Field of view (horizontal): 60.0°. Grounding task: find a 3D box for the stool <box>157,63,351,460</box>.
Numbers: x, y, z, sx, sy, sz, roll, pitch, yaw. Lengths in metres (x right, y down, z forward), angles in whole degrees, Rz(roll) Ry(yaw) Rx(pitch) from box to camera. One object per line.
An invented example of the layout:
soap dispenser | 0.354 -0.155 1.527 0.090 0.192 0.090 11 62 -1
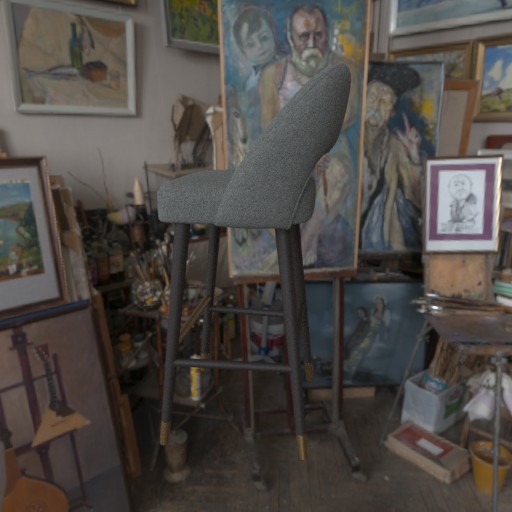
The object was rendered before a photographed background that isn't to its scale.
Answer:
stool | 0.000 0.000 1.383 0.524 1.089 0.536 3 16 9
